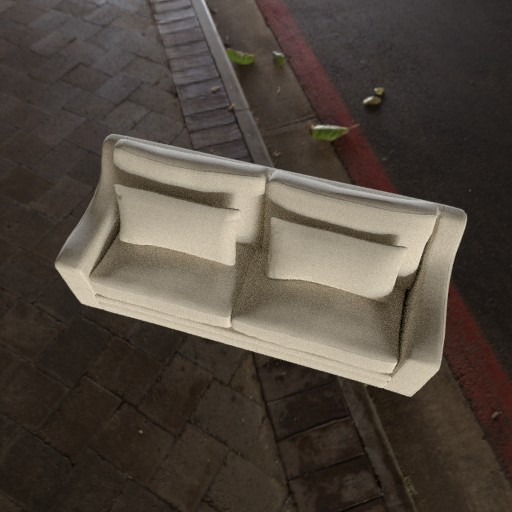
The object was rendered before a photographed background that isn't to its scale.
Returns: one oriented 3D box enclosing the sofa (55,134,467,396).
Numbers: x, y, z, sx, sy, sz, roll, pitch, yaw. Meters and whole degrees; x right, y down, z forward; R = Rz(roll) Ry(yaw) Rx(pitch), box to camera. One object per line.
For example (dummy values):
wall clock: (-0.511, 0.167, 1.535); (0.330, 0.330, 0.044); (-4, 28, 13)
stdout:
sofa: (0.000, 0.000, 2.988); (2.470, 1.022, 1.009); (14, 59, 9)
